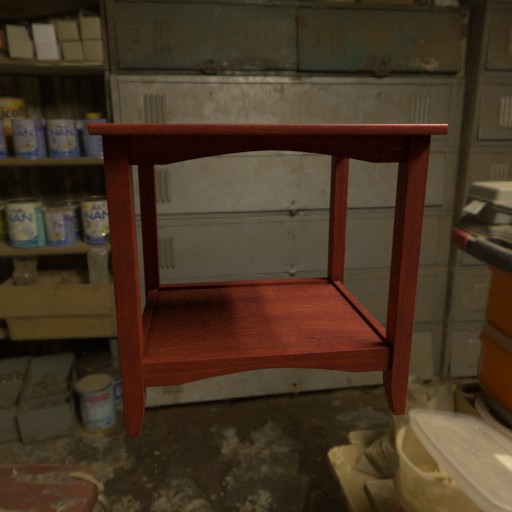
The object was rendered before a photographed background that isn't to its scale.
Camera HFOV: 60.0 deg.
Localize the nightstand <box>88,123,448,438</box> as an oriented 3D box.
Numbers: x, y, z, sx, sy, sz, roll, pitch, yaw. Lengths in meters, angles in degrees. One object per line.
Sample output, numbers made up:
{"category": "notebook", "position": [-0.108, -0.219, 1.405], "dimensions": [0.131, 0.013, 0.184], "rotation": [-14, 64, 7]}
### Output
{"category": "nightstand", "position": [0.000, 0.000, 0.989], "dimensions": [0.558, 0.558, 0.501], "rotation": [-2, 16, -7]}
